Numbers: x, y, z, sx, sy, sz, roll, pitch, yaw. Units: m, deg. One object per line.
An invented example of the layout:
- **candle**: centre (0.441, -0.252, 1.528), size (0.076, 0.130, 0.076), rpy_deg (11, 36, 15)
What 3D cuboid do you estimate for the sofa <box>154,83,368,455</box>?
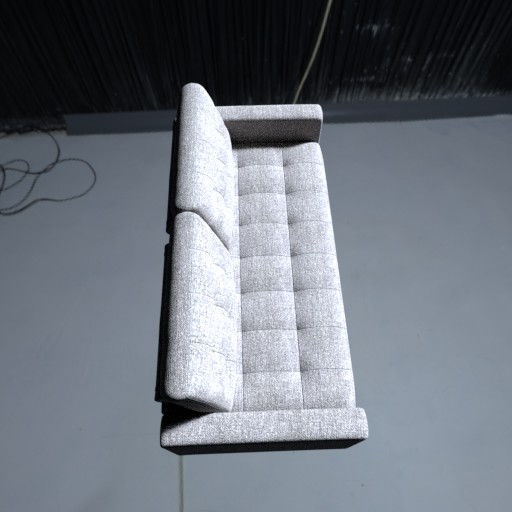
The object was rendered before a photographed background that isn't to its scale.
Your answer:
- **sofa**: centre (0.000, 0.000, 2.290), size (0.863, 0.902, 1.821), rpy_deg (-2, 62, -1)
